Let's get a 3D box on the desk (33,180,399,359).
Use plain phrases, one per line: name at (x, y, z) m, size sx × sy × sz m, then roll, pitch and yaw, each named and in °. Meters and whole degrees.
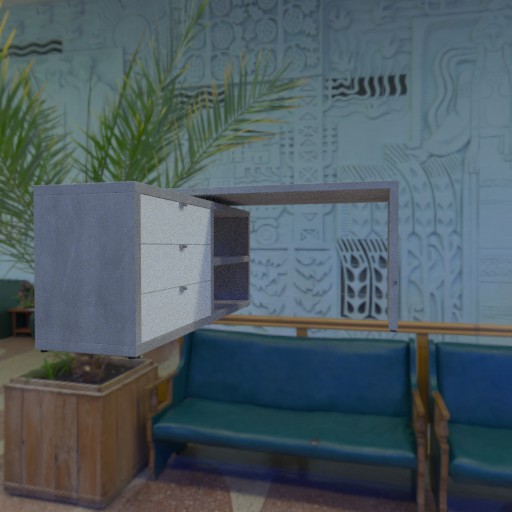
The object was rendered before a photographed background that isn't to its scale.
desk at (0.000, 0.000, 2.284) m, size 1.400 × 0.740 × 1.500 m, roll 0°, pitch 1°, yaw 16°
